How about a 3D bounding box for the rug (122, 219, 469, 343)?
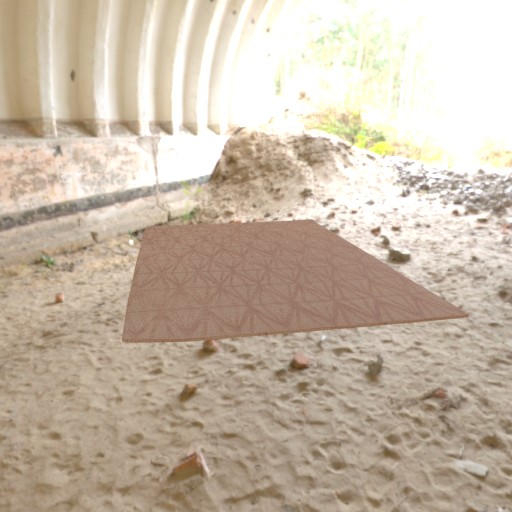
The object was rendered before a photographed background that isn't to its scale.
[{"bbox_3d":[0.000,0.000,2.355,1.230,0.025,1.837,-3,16,-11],"label":"rug"}]
